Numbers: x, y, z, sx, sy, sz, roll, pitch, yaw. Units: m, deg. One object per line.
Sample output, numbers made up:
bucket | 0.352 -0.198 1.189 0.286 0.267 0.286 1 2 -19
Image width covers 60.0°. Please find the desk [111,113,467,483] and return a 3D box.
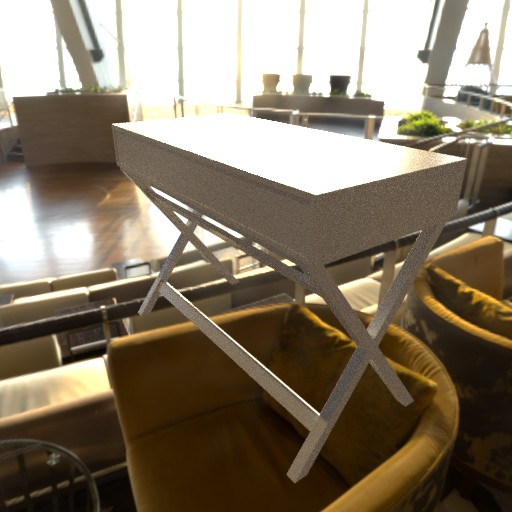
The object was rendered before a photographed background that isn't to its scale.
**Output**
desk | 0.000 0.000 1.496 0.509 0.780 1.059 -17 30 -32
